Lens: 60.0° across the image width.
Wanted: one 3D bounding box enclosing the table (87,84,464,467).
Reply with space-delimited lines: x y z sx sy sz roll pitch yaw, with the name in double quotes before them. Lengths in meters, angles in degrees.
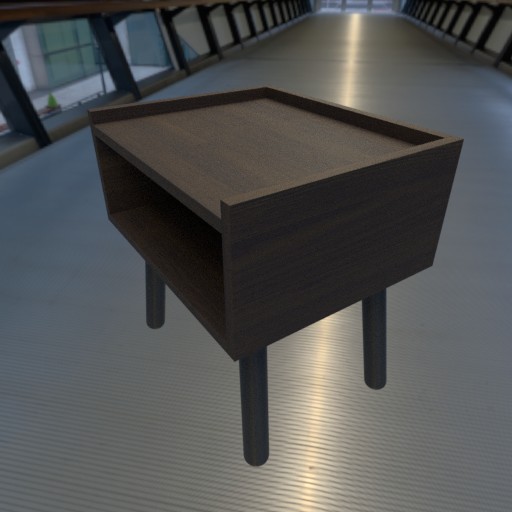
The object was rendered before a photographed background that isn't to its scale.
"table" 0.000 0.000 0.788 0.370 0.470 0.450 -20 37 -29
